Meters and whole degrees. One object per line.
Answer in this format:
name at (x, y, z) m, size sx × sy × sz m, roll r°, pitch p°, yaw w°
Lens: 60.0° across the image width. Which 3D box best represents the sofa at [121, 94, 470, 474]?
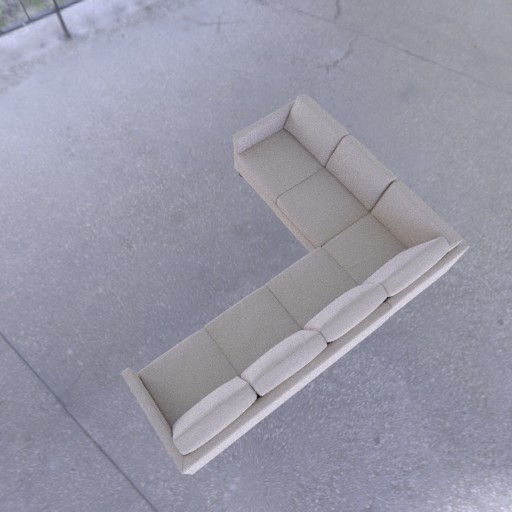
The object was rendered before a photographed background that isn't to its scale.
sofa at (0.000, 0.000, 4.322) m, size 3.182 × 0.863 × 2.432 m, roll -34°, pitch 68°, yaw -16°
